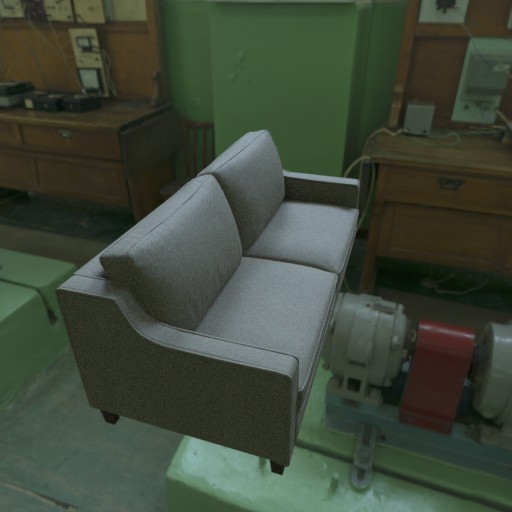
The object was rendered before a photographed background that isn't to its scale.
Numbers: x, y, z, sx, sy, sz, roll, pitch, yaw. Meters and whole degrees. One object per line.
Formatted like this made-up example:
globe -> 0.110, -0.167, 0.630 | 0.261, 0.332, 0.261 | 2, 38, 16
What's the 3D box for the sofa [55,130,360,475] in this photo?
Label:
sofa -> 0.000, 0.000, 2.777 | 1.073, 1.074, 2.181 | 9, 32, 16
